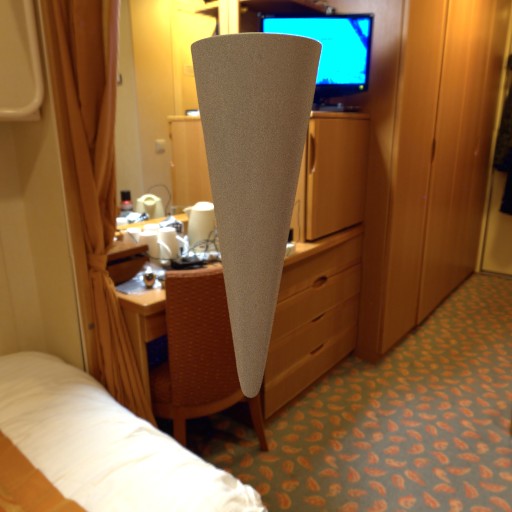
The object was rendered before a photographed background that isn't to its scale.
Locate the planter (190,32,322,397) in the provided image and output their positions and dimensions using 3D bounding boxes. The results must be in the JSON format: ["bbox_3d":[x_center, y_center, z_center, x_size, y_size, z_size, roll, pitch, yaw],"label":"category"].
[{"bbox_3d":[0.000,0.000,0.222,0.057,0.191,0.064,-2,16,-8],"label":"planter"}]
